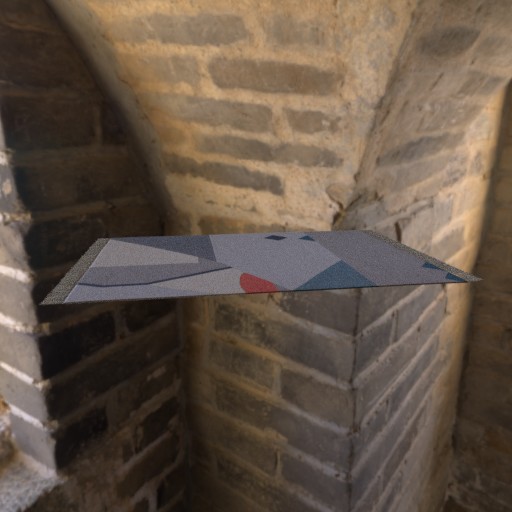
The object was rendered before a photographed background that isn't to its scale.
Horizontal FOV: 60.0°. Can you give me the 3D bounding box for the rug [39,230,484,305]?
[{"bbox_3d":[0.000,0.000,2.363,1.828,0.005,1.220,-2,14,-9],"label":"rug"}]
